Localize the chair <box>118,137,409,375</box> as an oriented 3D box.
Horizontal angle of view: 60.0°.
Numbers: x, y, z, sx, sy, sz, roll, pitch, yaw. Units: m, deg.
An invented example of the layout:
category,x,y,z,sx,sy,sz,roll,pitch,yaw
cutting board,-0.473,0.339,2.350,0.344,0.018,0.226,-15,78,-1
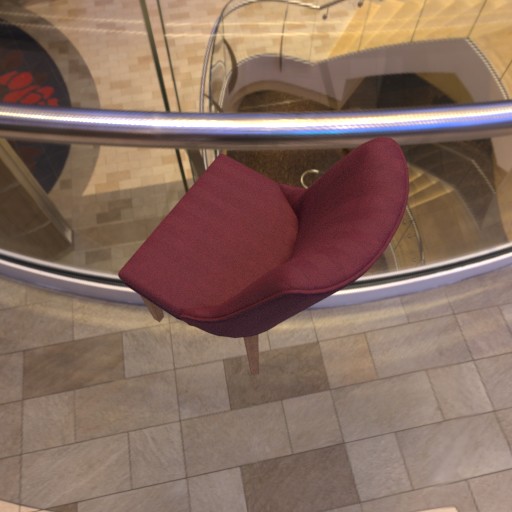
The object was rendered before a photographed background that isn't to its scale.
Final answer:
category,x,y,z,sx,sy,sz,roll,pitch,yaw
chair,0.000,0.000,1.330,0.638,0.916,0.548,30,67,14
